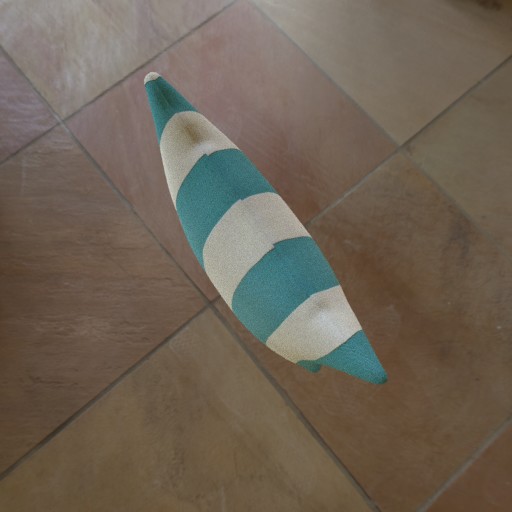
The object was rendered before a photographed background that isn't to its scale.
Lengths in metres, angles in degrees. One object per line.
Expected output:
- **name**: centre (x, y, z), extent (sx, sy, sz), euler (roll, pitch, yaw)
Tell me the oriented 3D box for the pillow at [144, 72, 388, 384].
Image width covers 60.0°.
- **pillow**: centre (0.000, 0.000, 0.828), extent (0.189, 0.526, 0.536), euler (-36, 78, -9)
